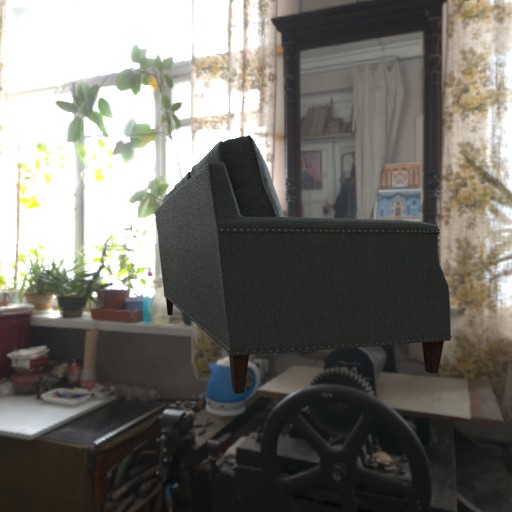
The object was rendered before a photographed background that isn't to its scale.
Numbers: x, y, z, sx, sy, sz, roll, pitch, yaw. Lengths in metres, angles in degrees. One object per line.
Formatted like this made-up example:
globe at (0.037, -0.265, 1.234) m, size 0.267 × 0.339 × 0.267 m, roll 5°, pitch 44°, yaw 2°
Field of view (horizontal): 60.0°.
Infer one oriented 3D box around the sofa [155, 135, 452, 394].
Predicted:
sofa at (0.000, 0.000, 2.799) m, size 1.084 × 1.003 × 2.246 m, roll 0°, pitch 1°, yaw -18°
